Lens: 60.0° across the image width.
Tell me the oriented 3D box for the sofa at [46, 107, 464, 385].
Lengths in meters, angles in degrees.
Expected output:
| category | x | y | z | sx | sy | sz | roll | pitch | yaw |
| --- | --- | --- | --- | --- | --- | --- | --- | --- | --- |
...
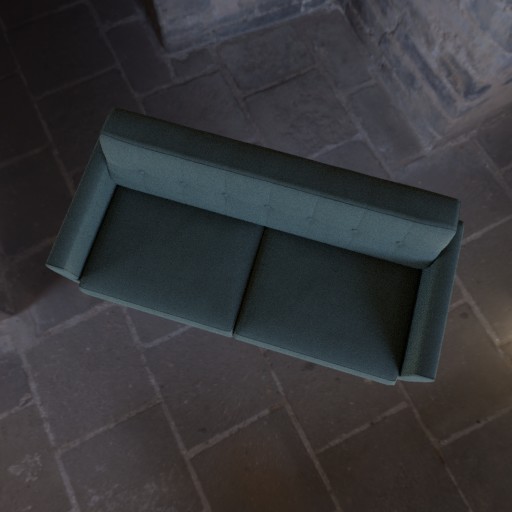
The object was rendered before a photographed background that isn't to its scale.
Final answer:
| category | x | y | z | sx | sy | sz | roll | pitch | yaw |
| --- | --- | --- | --- | --- | --- | --- | --- | --- | --- |
| sofa | 0.000 | 0.000 | 2.439 | 2.029 | 0.841 | 0.909 | 16 | 76 | 4 |
